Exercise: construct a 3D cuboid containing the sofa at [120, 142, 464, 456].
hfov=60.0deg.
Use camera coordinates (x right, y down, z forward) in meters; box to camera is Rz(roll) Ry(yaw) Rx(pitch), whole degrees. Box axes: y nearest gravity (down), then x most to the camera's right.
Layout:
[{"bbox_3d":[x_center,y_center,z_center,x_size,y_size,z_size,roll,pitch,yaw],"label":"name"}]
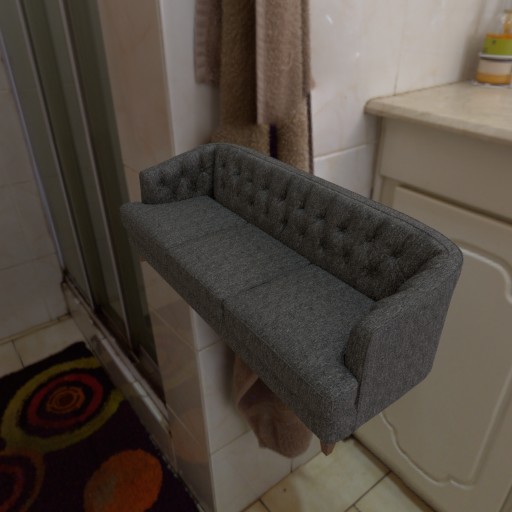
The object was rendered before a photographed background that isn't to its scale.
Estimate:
[{"bbox_3d":[0.000,0.000,2.748,0.941,0.855,2.278,-20,36,-30],"label":"sofa"}]
